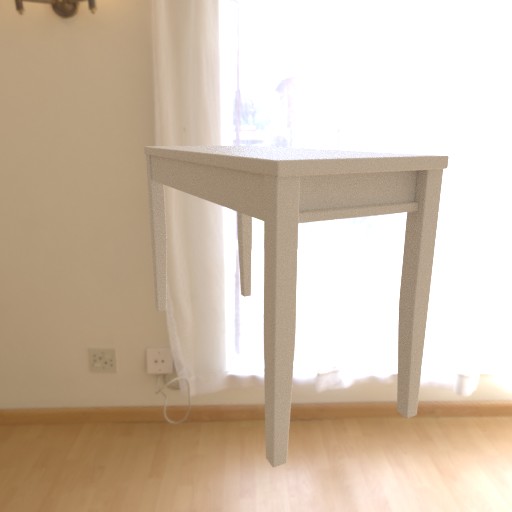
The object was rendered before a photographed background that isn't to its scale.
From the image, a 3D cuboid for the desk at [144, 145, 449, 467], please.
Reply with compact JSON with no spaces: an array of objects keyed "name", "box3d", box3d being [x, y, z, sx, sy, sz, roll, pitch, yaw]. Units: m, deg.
[{"name":"desk","box3d":[0.000,0.000,1.661,0.508,0.775,1.220,-8,17,-25]}]
